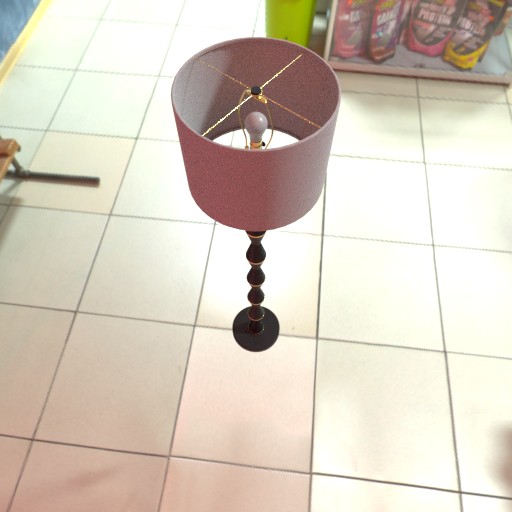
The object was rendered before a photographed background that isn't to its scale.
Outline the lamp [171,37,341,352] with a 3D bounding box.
[{"bbox_3d":[0.000,0.000,1.629,0.381,1.480,0.381,35,66,19],"label":"lamp"}]
